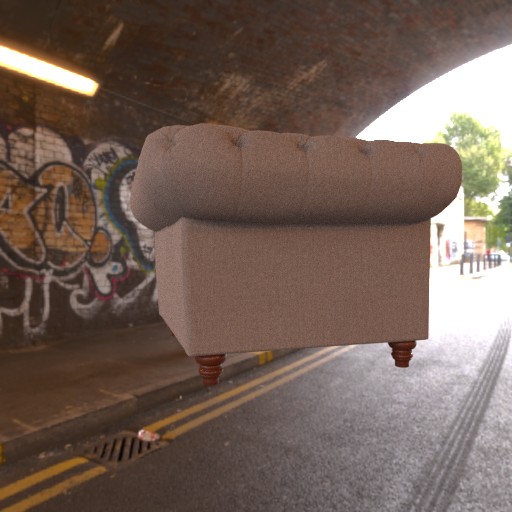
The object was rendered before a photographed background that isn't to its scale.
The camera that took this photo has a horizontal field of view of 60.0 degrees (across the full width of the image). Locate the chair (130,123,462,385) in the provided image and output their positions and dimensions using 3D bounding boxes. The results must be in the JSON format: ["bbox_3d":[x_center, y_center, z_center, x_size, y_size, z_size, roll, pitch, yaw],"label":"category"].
[{"bbox_3d":[0.000,0.000,1.820,0.976,0.770,1.270,0,1,-17],"label":"chair"}]
